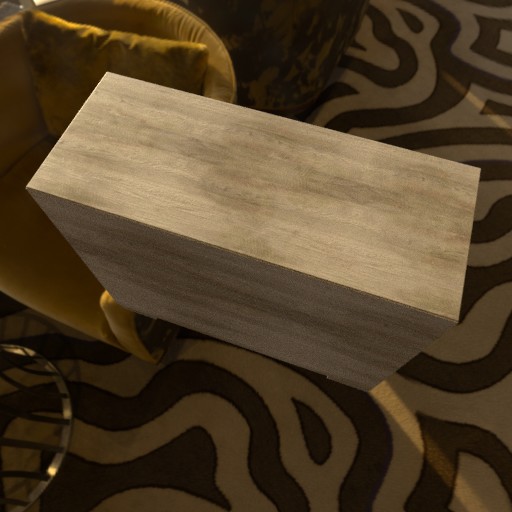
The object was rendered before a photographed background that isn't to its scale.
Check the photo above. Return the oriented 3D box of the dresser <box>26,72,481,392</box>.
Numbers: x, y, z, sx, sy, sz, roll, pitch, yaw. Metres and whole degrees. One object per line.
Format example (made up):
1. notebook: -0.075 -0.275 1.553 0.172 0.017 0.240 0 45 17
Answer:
1. dresser: 0.000 0.000 1.405 0.994 0.816 0.404 17 65 8
